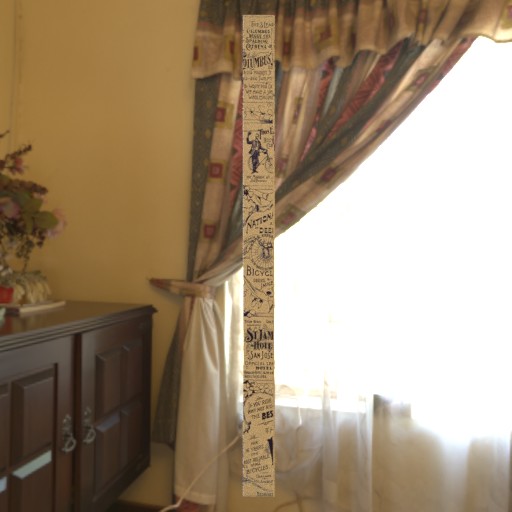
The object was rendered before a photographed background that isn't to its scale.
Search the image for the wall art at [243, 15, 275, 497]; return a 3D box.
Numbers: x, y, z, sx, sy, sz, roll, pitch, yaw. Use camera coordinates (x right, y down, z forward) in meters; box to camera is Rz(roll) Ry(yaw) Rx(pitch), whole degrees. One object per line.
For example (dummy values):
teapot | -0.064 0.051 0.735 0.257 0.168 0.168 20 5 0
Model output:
wall art | 0.000 0.000 0.756 0.040 0.601 0.408 0 0 -1
